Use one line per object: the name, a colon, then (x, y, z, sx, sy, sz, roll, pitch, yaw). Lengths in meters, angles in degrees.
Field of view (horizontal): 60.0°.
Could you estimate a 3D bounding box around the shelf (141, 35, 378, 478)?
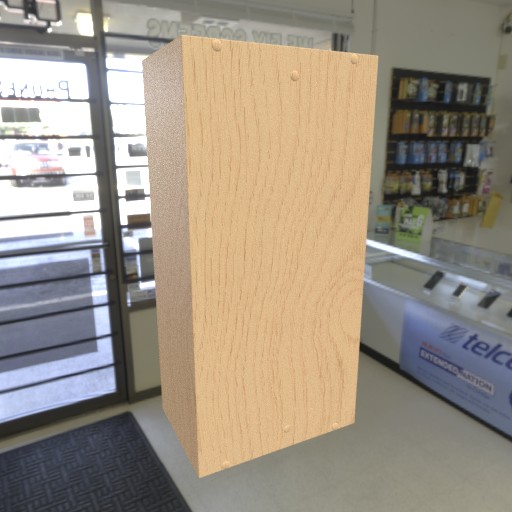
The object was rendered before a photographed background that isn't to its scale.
shelf: (0.000, 0.000, 0.728, 0.290, 0.600, 0.200, -7, 17, -26)
